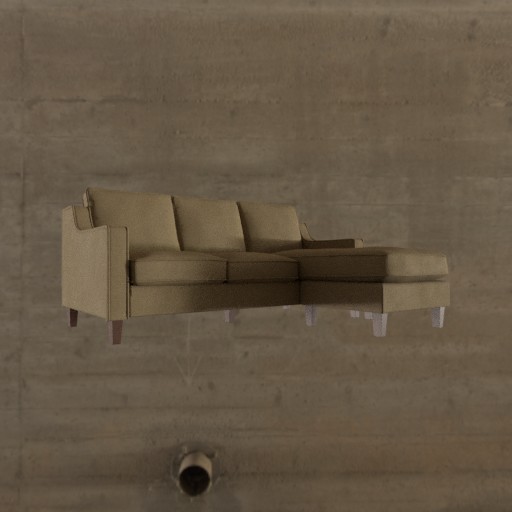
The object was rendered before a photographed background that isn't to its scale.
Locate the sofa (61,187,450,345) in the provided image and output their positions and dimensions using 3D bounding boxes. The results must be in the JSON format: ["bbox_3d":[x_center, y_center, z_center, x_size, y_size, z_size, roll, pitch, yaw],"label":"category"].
[{"bbox_3d":[0.000,0.000,3.332,2.317,1.066,1.858,1,-1,-37],"label":"sofa"}]
